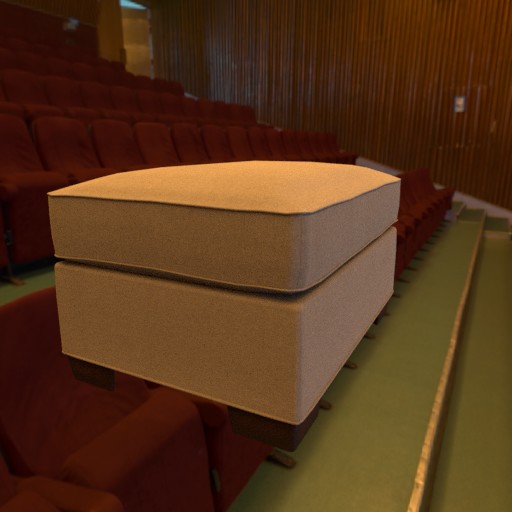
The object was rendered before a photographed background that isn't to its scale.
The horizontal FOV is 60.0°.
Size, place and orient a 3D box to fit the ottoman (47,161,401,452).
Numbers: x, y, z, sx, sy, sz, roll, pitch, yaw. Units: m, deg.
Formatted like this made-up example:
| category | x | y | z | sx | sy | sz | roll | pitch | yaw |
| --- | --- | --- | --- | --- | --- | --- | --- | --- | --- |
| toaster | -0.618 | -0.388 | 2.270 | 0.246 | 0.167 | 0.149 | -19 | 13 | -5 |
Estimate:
| category | x | y | z | sx | sy | sz | roll | pitch | yaw |
| --- | --- | --- | --- | --- | --- | --- | --- | --- | --- |
| ottoman | 0.000 | 0.000 | 1.229 | 0.617 | 0.503 | 0.846 | 7 | 16 | 27 |
